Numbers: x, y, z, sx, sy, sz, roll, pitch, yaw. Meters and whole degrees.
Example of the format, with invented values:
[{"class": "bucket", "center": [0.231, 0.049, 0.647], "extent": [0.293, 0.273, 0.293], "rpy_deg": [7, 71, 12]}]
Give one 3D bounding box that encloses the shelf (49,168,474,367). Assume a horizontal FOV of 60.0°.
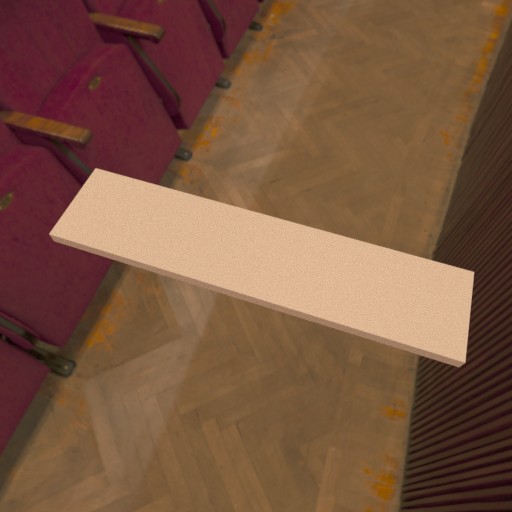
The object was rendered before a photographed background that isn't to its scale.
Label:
[{"class": "shelf", "center": [0.000, 0.000, 0.657], "extent": [0.610, 0.020, 0.140], "rpy_deg": [16, 60, 10]}]
